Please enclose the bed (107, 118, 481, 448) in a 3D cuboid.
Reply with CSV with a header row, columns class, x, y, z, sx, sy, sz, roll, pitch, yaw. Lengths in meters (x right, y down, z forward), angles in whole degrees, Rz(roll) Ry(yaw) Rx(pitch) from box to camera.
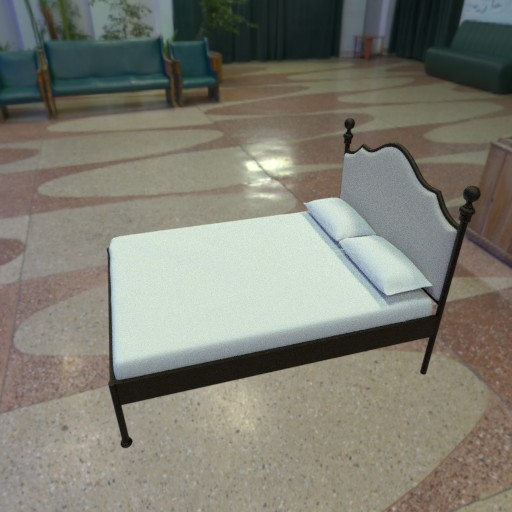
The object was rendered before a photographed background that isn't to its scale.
class,x,y,z,sx,sy,sz,roll,pitch,yaw
bed,0.000,0.000,3.291,2.224,1.499,1.642,-9,33,-14
